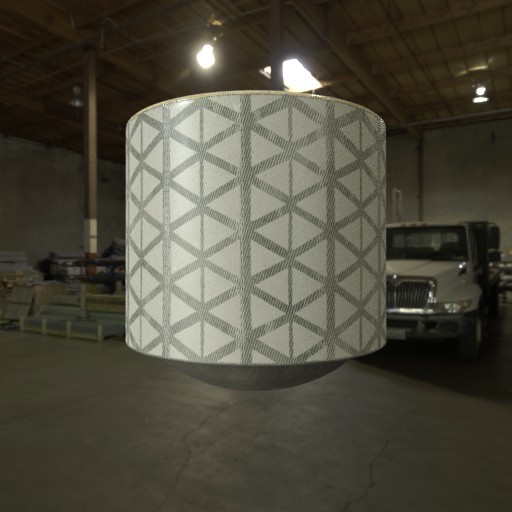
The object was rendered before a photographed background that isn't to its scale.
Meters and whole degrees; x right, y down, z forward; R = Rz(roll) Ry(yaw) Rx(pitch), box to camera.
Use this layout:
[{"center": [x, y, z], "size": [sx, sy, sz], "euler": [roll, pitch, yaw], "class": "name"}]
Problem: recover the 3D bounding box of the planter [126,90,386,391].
[{"center": [0.000, 0.000, 0.337], "size": [0.190, 0.181, 0.190], "euler": [0, 0, 0], "class": "planter"}]
